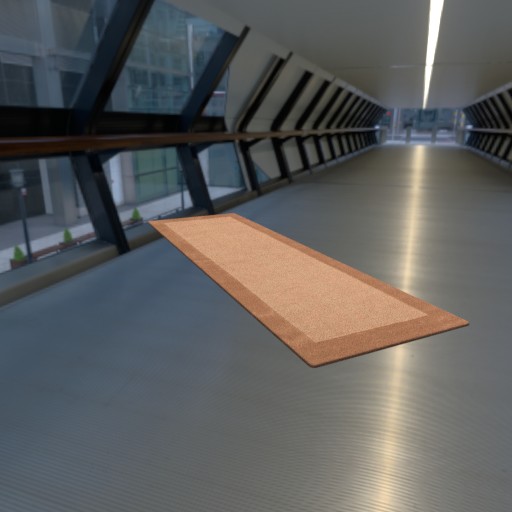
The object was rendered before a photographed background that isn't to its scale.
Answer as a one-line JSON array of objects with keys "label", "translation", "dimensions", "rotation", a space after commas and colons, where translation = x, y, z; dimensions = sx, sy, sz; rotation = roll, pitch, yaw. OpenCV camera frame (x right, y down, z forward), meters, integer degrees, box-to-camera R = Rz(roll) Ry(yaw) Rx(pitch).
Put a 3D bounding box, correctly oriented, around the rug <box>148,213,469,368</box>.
[{"label": "rug", "translation": [0.000, 0.000, 2.693], "dimensions": [0.764, 0.017, 2.439], "rotation": [-8, 19, -25]}]
